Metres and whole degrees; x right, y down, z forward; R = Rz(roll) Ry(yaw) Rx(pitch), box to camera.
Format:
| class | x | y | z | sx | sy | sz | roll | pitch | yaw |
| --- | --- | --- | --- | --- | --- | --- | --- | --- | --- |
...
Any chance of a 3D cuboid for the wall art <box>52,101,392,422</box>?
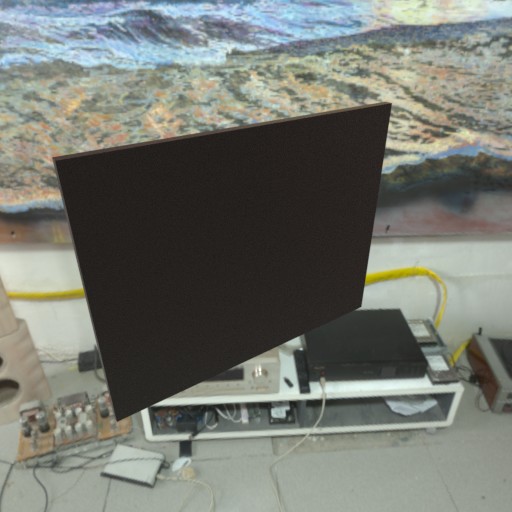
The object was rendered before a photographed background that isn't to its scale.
| class | x | y | z | sx | sy | sz | roll | pitch | yaw |
| --- | --- | --- | --- | --- | --- | --- | --- | --- | --- |
| wall art | 0.000 | 0.000 | 1.628 | 1.207 | 0.952 | 0.034 | -19 | 35 | -29 |
